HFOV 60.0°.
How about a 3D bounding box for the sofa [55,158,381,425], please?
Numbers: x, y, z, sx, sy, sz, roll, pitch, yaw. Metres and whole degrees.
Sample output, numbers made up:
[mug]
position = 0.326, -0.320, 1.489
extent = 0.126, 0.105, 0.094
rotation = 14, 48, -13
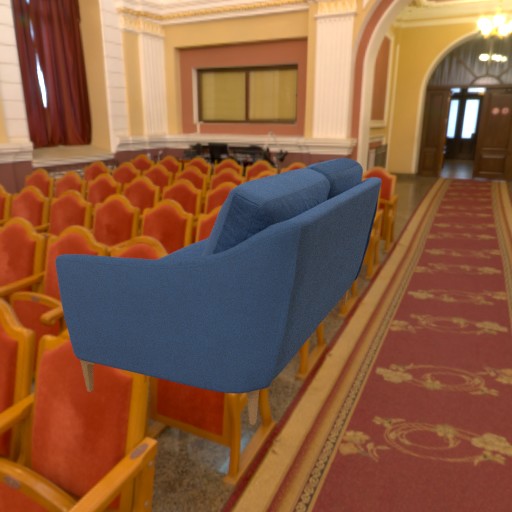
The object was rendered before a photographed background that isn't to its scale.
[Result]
[sofa]
position = 0.000, 0.000, 2.223
extent = 0.960, 0.902, 1.619
rotation = 8, 19, 25
